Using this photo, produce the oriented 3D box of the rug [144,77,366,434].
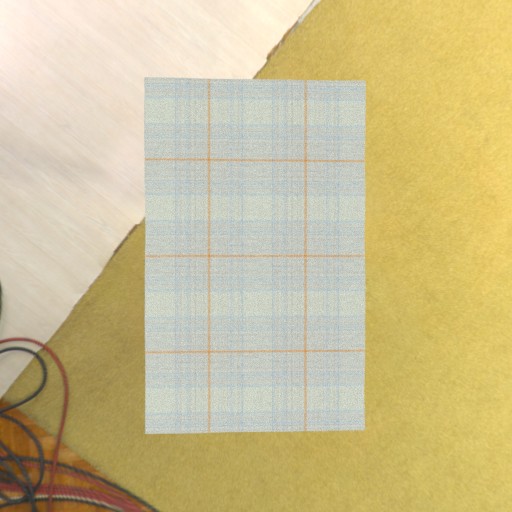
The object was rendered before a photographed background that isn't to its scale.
[{"bbox_3d":[0.000,0.000,3.066,1.527,0.016,2.442,0,90,-2],"label":"rug"}]
